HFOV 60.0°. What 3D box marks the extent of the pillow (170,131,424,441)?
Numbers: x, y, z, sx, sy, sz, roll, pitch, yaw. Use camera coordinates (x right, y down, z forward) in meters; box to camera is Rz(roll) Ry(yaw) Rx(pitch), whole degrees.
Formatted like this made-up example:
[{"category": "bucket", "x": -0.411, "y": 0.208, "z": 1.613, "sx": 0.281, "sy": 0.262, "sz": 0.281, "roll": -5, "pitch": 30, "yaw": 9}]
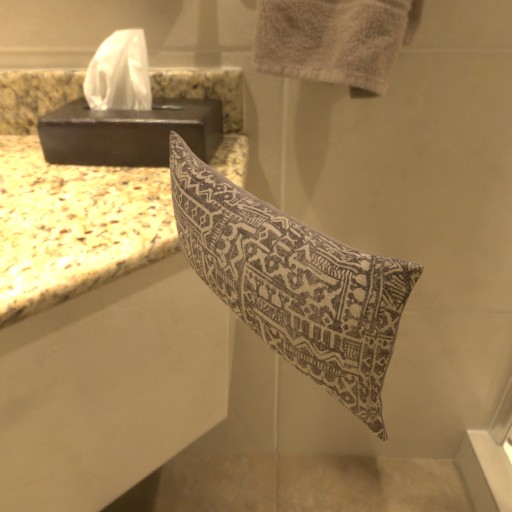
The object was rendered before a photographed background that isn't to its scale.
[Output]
[{"category": "pillow", "x": 0.000, "y": 0.000, "z": 0.760, "sx": 0.148, "sy": 0.290, "sz": 0.631, "roll": -21, "pitch": 38, "yaw": -29}]
